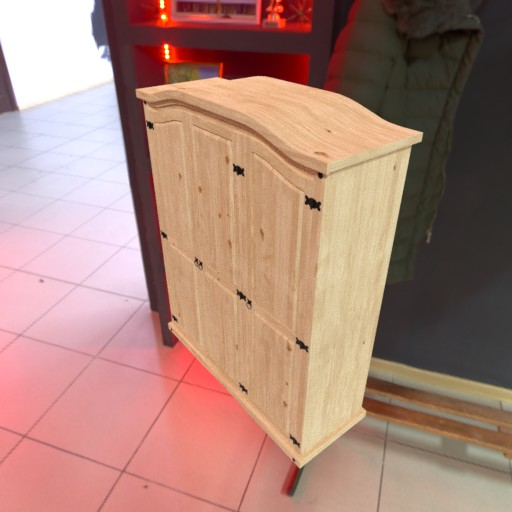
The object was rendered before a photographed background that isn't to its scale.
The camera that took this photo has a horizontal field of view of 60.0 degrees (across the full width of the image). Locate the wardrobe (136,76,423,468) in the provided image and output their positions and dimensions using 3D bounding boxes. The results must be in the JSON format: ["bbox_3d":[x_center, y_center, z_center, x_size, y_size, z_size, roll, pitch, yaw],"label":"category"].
[{"bbox_3d":[0.000,0.000,2.635,0.570,1.870,1.500,-23,39,-32],"label":"wardrobe"}]
